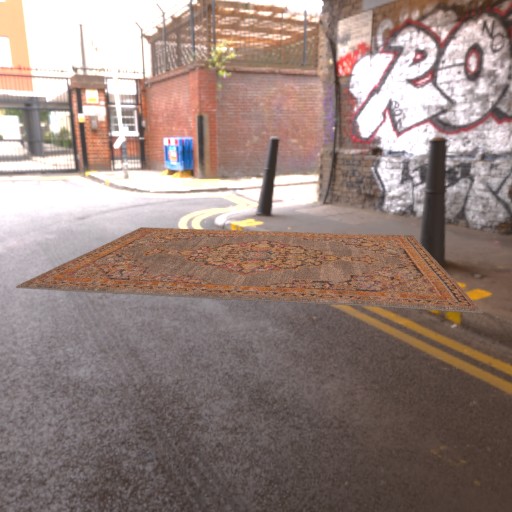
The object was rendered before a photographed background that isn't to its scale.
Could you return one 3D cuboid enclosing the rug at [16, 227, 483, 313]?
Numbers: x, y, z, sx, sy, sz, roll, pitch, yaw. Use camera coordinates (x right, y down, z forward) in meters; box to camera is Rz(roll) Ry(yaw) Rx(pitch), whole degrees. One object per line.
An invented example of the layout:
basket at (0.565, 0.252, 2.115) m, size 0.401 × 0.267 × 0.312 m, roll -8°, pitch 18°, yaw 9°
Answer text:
rug at (0.000, 0.000, 3.680) m, size 2.901 × 0.026 × 2.043 m, roll 2°, pitch 15°, yaw 8°
